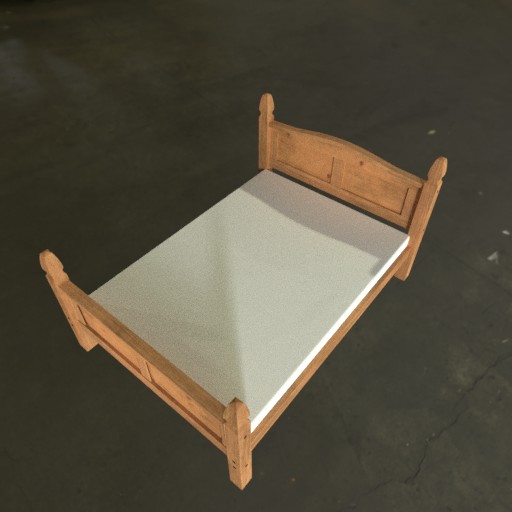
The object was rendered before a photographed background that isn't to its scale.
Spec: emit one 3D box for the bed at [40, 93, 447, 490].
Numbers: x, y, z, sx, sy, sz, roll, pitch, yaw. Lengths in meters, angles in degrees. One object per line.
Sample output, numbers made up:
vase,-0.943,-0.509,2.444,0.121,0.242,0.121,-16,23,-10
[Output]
bed,0.000,0.000,2.940,1.490,1.100,2.069,30,53,26
